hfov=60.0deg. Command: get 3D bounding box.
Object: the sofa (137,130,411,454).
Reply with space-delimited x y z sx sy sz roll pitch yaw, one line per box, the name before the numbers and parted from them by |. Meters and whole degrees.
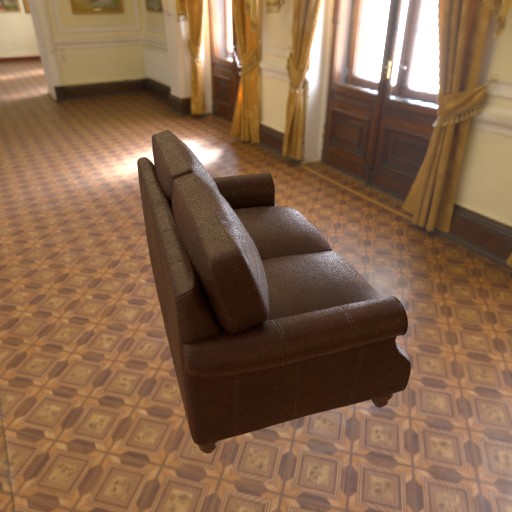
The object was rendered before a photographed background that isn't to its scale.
sofa | 0.000 0.000 2.245 0.990 0.976 1.616 -9 32 -15
